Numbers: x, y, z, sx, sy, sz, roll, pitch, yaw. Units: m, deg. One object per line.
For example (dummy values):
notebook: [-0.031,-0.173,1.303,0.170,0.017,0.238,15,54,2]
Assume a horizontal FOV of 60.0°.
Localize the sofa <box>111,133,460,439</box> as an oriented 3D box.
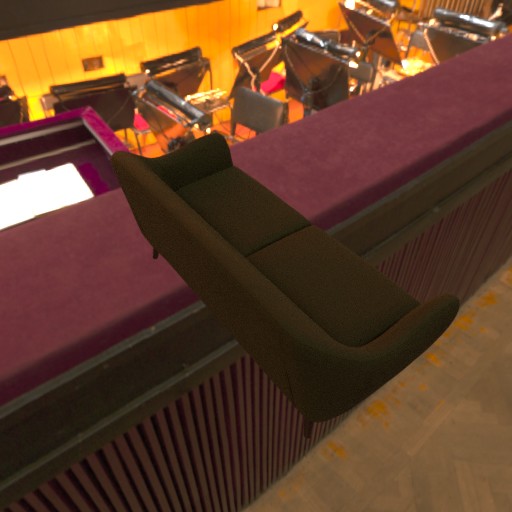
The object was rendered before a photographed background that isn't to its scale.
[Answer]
sofa: [0.000,0.000,2.315,0.820,0.836,1.840,-27,49,-26]
